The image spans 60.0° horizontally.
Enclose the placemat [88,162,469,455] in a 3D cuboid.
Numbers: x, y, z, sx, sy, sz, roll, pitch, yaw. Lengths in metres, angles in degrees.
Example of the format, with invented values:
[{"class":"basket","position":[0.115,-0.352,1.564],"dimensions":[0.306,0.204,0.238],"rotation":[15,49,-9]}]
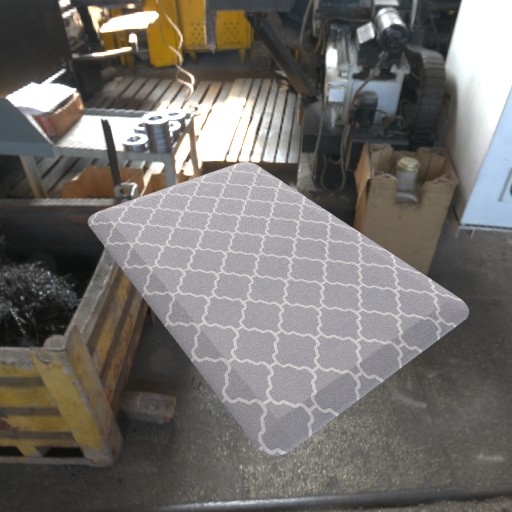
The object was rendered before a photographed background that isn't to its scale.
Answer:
[{"class":"placemat","position":[0.000,0.000,0.977],"dimensions":[0.508,0.021,0.762],"rotation":[-25,46,-27]}]
